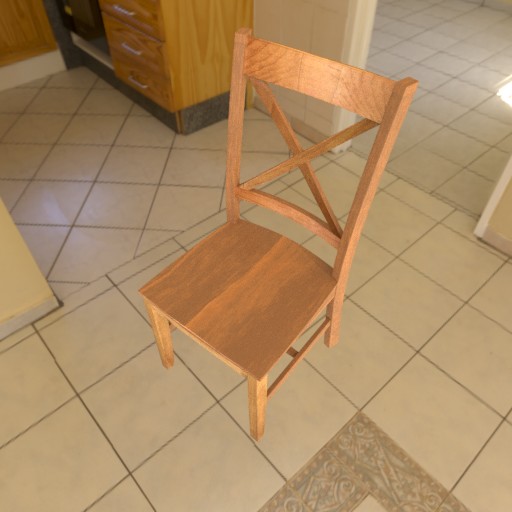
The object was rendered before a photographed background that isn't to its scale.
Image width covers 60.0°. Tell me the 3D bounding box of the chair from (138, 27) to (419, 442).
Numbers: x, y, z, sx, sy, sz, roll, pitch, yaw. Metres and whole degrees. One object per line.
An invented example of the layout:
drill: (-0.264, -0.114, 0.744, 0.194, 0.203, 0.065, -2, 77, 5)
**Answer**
chair: (0.000, 0.000, 1.261, 0.485, 0.983, 0.542, 30, 54, 25)
